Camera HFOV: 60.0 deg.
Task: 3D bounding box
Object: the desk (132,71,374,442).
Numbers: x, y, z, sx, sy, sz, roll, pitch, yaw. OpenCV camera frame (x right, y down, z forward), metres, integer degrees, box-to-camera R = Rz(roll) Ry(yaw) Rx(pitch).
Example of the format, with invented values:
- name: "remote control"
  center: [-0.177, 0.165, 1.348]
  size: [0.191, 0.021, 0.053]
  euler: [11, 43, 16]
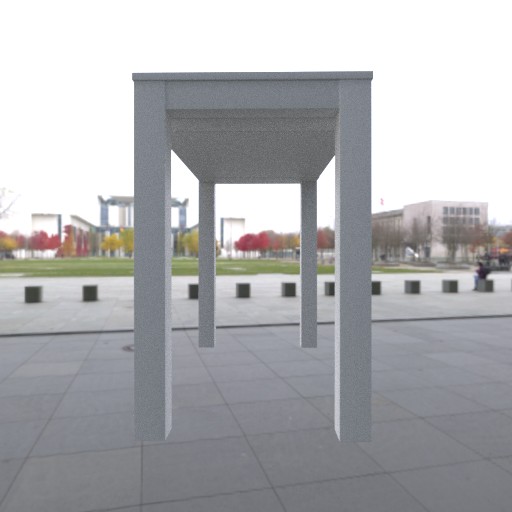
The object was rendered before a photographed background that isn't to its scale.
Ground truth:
- name: "desk"
  center: [0.000, 0.000, 1.407]
  size: [0.497, 0.762, 0.990]
  euler: [0, 0, 1]
